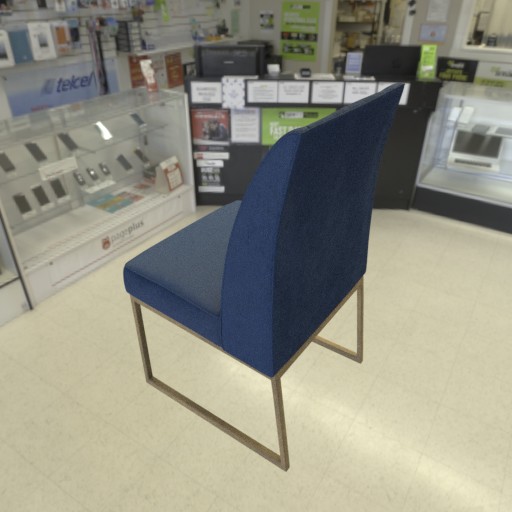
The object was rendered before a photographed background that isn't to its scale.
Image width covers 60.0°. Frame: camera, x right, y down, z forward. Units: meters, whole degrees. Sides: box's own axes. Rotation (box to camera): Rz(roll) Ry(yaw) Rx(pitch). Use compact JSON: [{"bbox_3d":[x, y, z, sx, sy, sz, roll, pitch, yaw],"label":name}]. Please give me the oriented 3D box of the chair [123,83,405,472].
[{"bbox_3d":[0.000,0.000,1.185,0.522,0.863,0.508,21,38,29],"label":"chair"}]
